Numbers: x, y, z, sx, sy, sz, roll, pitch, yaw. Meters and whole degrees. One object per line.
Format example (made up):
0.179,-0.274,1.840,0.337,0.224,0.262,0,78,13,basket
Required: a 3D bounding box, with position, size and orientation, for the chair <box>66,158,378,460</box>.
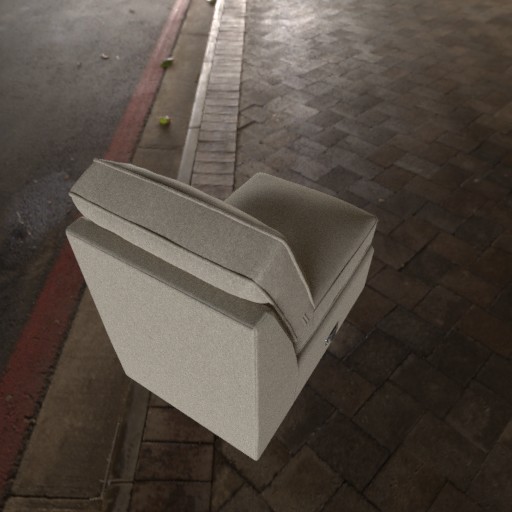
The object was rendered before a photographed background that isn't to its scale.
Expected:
0.000,0.000,1.694,0.674,1.058,1.020,24,50,22,chair
